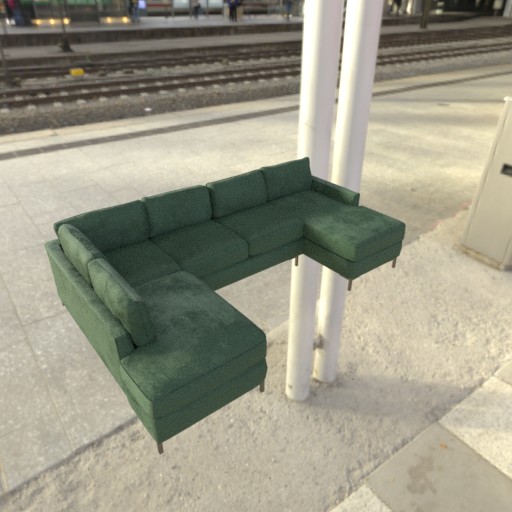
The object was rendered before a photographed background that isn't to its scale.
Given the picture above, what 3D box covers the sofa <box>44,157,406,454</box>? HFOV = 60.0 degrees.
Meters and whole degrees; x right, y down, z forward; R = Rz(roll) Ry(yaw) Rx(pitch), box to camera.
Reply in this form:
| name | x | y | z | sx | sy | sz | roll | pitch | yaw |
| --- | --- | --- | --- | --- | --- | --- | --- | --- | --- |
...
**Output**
| name | x | y | z | sx | sy | sz | roll | pitch | yaw |
| --- | --- | --- | --- | --- | --- | --- | --- | --- | --- |
| sofa | 0.000 | 0.000 | 3.862 | 2.994 | 0.861 | 1.992 | -21 | 36 | -32 |
